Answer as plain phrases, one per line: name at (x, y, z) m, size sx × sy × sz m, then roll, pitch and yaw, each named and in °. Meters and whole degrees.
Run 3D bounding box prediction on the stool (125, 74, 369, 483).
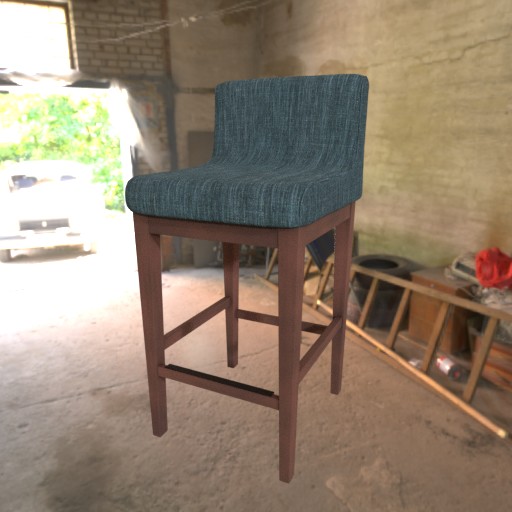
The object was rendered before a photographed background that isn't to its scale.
stool at (0.000, 0.000, 1.057) m, size 0.395 × 0.835 × 0.459 m, roll 7°, pitch 17°, yaw 25°
